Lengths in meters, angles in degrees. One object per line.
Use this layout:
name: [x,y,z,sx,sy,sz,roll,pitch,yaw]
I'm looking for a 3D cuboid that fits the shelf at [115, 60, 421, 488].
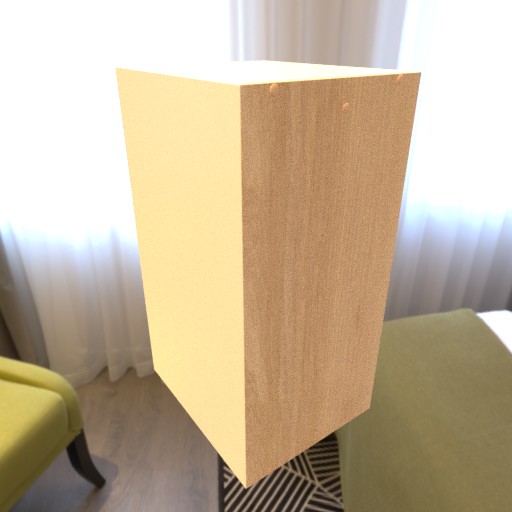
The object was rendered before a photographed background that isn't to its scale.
shelf: [0.000,0.000,0.770,0.290,0.600,0.350,-18,32,-32]
